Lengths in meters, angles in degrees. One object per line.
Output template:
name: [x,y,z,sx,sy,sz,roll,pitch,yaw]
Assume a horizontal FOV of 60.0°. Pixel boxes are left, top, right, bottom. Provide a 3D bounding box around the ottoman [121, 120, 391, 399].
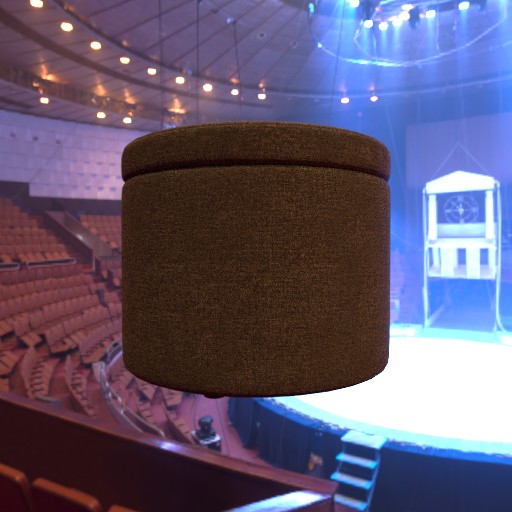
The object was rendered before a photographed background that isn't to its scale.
ottoman: [0.000,0.000,0.862,0.500,0.419,0.500,0,1,0]
